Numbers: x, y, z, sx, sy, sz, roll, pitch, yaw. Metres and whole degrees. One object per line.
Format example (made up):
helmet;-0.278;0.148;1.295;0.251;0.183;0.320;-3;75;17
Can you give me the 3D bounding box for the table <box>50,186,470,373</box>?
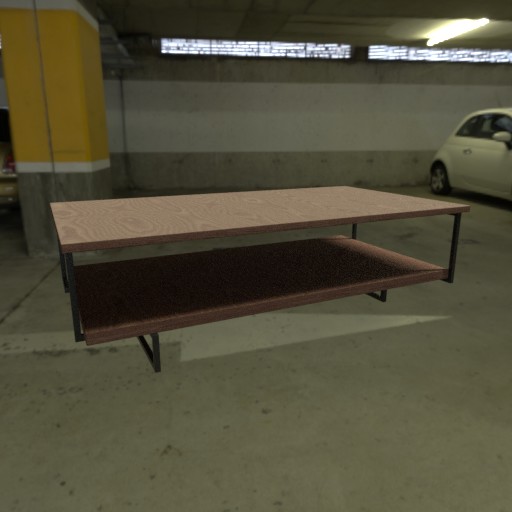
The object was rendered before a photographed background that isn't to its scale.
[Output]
table;0.000;0.000;1.479;1.197;0.347;0.651;-7;17;-25
